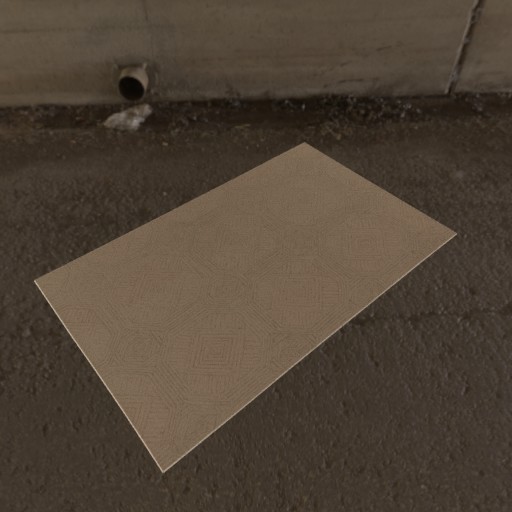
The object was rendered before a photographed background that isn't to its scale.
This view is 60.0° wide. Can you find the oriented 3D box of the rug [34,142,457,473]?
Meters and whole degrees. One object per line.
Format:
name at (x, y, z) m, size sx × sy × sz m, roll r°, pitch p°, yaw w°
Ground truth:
rug at (0.000, 0.000, 2.986) m, size 2.440 × 0.008 × 1.524 m, roll -32°, pitch 55°, yaw -26°
